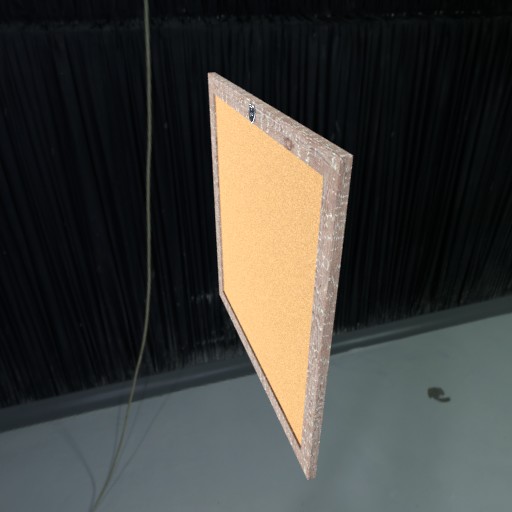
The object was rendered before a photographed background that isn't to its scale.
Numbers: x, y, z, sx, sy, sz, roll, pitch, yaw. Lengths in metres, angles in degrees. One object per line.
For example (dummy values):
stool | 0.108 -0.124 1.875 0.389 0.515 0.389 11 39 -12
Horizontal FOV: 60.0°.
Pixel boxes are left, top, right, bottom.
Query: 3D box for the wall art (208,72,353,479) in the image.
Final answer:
wall art | 0.000 0.000 0.569 0.012 0.384 0.384 -10 33 -16
